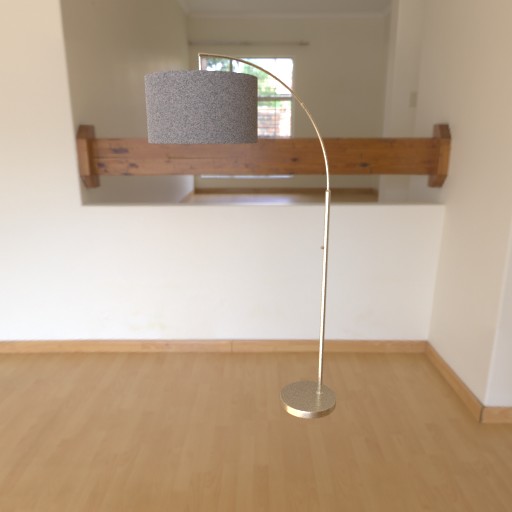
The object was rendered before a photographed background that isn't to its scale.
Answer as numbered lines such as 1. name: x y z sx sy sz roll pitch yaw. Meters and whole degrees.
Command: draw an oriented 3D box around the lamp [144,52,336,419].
1. lamp: 0.000 0.000 2.093 0.934 1.735 0.452 -7 16 -24
